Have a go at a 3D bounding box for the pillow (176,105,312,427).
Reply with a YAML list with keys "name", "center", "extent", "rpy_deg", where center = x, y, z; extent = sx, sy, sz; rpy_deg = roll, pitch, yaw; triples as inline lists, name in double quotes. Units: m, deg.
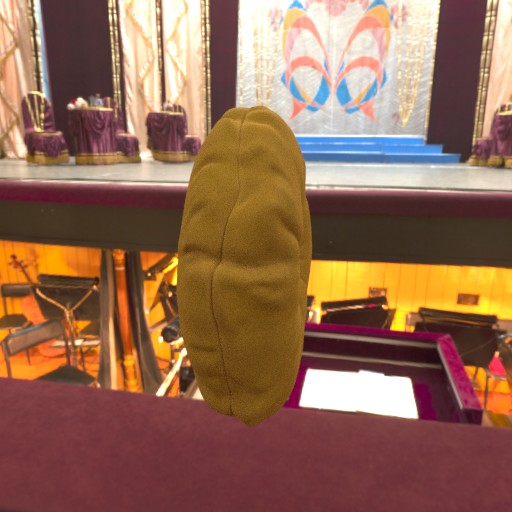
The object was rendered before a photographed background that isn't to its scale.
- name: "pillow"
  center: [0.000, 0.000, 0.633]
  extent: [0.148, 0.407, 0.428]
  rpy_deg: [2, 15, 9]
